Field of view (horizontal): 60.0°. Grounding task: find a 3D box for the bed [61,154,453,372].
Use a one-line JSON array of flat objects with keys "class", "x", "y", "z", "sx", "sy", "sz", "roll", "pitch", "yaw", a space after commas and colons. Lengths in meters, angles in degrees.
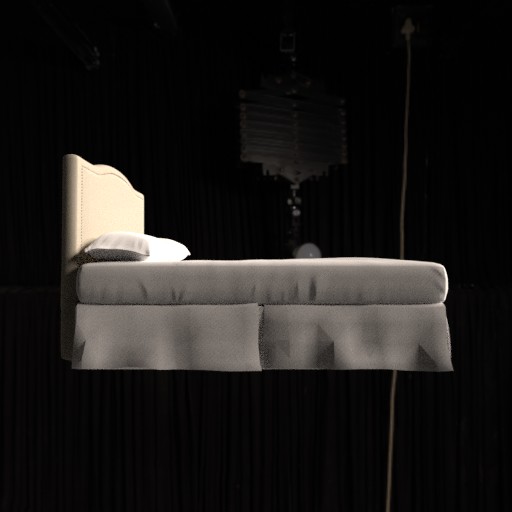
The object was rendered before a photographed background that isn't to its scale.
[{"class": "bed", "x": 0.000, "y": 0.000, "z": 3.656, "sx": 2.477, "sy": 1.437, "sz": 1.977, "roll": 0, "pitch": -1, "yaw": 0}]
